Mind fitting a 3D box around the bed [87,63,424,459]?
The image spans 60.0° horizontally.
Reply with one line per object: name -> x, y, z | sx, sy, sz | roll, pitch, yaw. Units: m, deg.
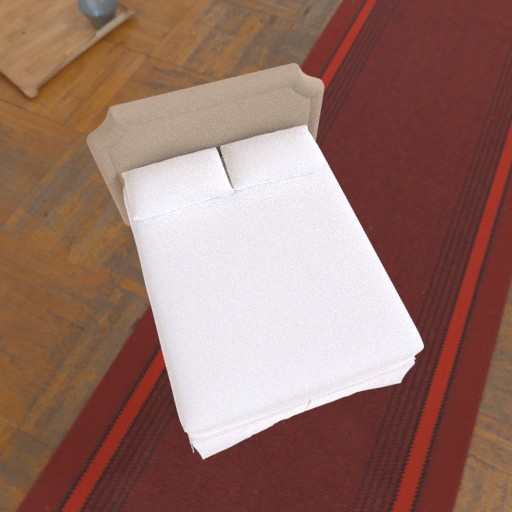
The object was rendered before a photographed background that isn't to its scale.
bed -> 0.000, 0.000, 3.190 | 1.828, 1.301, 2.204 | -17, 63, -9
